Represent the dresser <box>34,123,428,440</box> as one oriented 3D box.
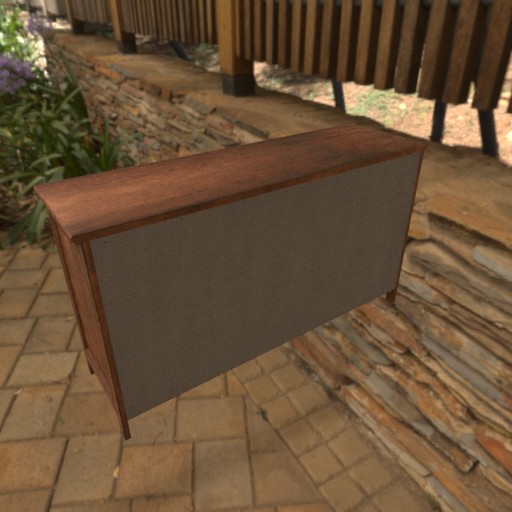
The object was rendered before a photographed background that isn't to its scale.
[{"bbox_3d":[0.000,0.000,1.957,1.551,0.856,0.463,-19,35,-30],"label":"dresser"}]
